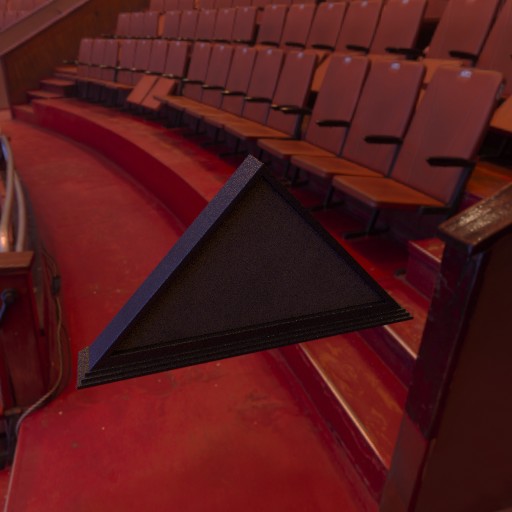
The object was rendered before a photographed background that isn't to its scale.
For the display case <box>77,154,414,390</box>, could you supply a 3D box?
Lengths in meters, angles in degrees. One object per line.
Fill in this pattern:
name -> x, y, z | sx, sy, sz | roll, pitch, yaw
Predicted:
display case -> 0.000, 0.000, 0.772 | 0.640, 0.340, 0.095 | -8, 27, -16
